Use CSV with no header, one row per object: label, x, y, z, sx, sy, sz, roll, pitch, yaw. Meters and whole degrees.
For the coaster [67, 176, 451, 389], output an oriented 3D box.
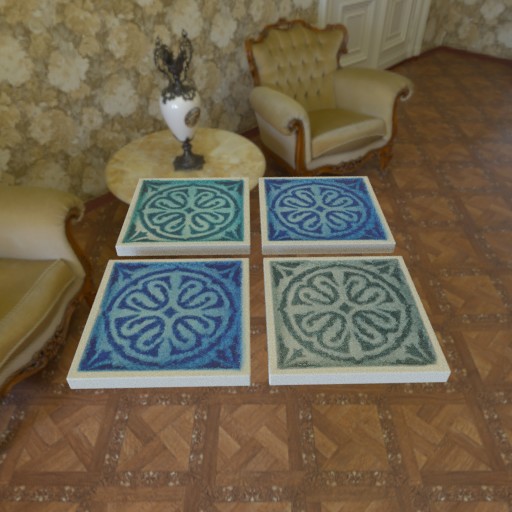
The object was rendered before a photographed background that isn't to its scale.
coaster,0.000,0.000,0.333,0.214,0.010,0.219,-1,40,-1
